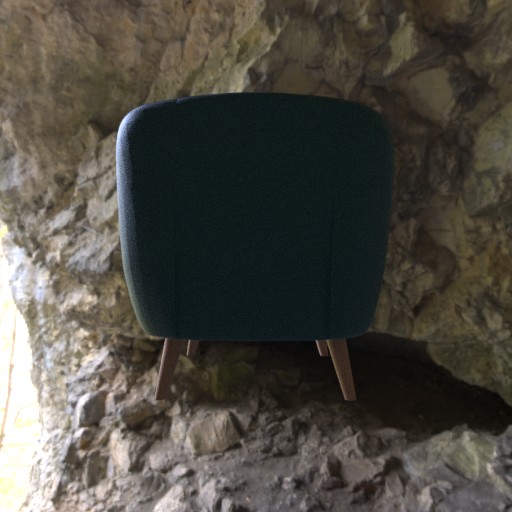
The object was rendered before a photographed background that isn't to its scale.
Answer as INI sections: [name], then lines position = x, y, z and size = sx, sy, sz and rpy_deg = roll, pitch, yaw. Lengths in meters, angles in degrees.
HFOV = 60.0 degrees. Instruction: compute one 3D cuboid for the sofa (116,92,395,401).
[sofa]
position = 0.000, 0.000, 1.497
size = 0.836, 0.817, 0.825
rpy_deg = 0, 0, 1
